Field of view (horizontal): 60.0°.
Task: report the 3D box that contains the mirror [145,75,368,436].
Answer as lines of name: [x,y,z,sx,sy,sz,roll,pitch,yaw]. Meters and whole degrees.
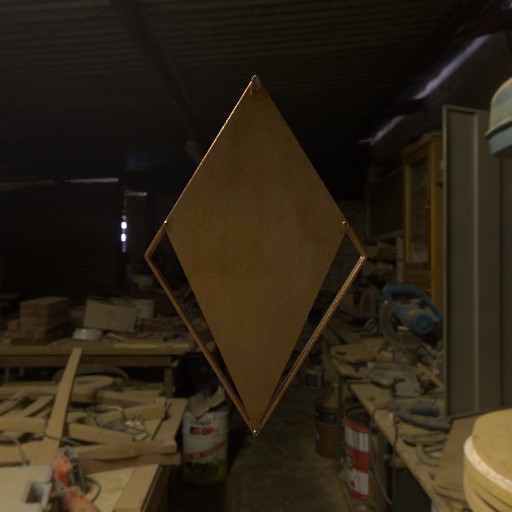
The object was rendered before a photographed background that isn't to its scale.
mirror: [0.000,0.000,0.843,0.419,0.679,0.032,0,0,0]
